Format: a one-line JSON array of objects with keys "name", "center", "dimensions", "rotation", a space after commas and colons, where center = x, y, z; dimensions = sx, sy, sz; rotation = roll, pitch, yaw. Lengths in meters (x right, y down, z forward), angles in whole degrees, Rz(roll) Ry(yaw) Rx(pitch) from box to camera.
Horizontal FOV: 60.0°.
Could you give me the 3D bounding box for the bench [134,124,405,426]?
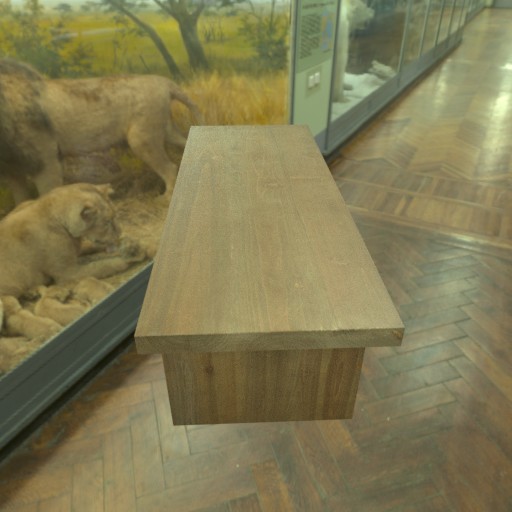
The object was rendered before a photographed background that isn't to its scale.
[{"name": "bench", "center": [0.000, 0.000, 1.367], "dimensions": [0.458, 0.458, 1.183], "rotation": [-1, 33, -2]}]
